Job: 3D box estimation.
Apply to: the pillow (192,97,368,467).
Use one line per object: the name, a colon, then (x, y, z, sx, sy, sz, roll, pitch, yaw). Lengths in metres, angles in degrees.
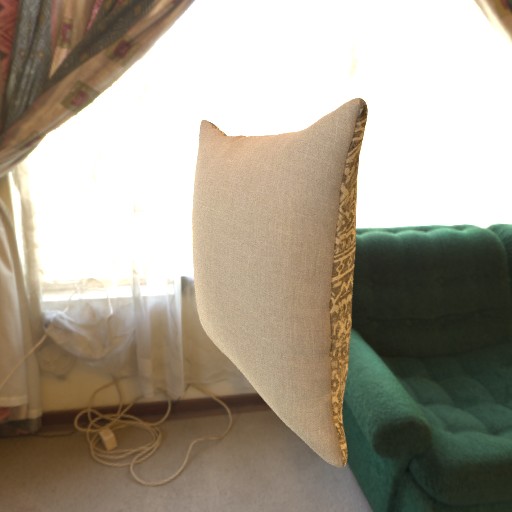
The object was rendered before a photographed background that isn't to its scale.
pillow: (0.000, 0.000, 0.782, 0.180, 0.487, 0.546, -7, 16, -25)
